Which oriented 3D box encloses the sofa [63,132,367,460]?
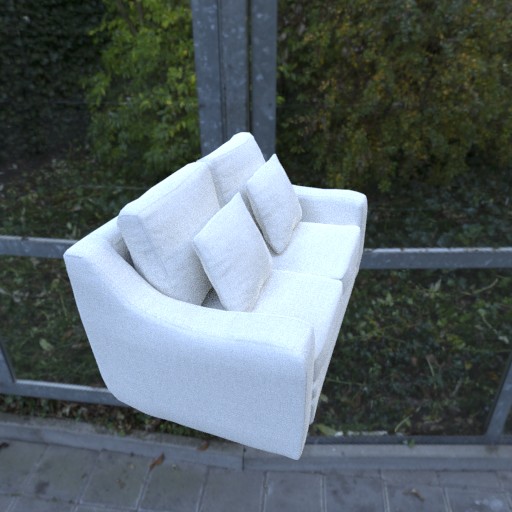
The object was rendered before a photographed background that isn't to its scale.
[{"bbox_3d":[0.000,0.000,2.458,1.040,1.047,1.744,10,30,17],"label":"sofa"}]
